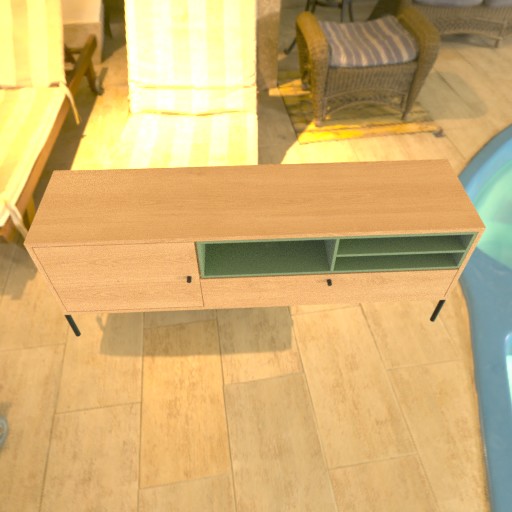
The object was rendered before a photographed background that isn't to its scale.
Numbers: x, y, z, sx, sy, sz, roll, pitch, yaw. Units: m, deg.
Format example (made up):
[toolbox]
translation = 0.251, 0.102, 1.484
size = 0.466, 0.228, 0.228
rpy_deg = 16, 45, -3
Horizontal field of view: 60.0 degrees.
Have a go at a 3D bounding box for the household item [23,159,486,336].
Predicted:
[household item]
translation = 0.000, 0.000, 1.784
size = 1.550, 0.600, 0.400
rpy_deg = -2, 48, -2
